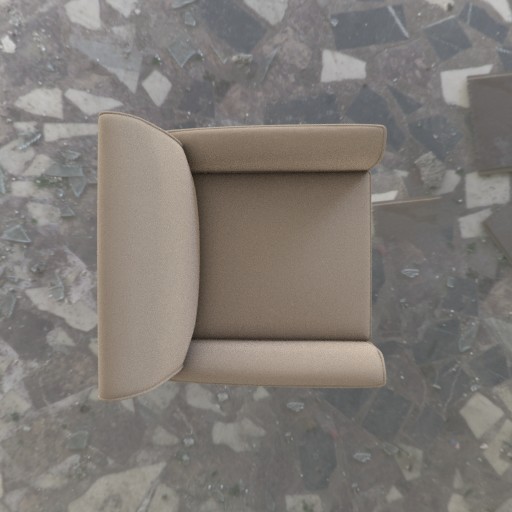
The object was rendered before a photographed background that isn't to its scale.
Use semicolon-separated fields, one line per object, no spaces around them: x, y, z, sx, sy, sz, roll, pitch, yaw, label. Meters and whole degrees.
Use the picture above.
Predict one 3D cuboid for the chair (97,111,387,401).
0.000;0.000;1.547;0.820;0.915;0.820;0;90;-1;chair
